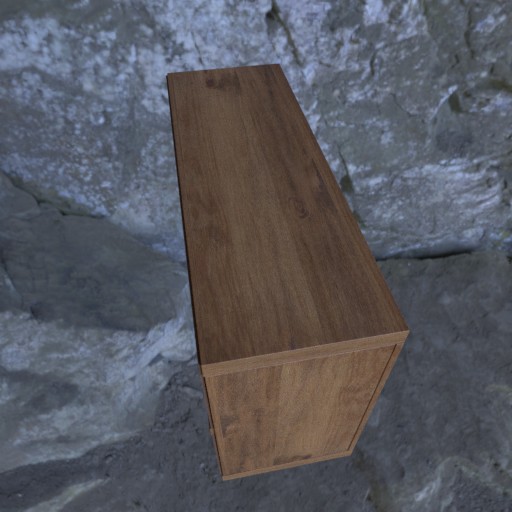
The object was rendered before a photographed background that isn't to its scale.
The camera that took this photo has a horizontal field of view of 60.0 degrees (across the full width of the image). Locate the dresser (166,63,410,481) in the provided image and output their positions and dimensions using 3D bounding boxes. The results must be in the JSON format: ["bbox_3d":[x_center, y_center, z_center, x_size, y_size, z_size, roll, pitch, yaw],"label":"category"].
[{"bbox_3d":[0.000,0.000,1.628,0.479,0.825,1.261,-8,49,-7],"label":"dresser"}]
